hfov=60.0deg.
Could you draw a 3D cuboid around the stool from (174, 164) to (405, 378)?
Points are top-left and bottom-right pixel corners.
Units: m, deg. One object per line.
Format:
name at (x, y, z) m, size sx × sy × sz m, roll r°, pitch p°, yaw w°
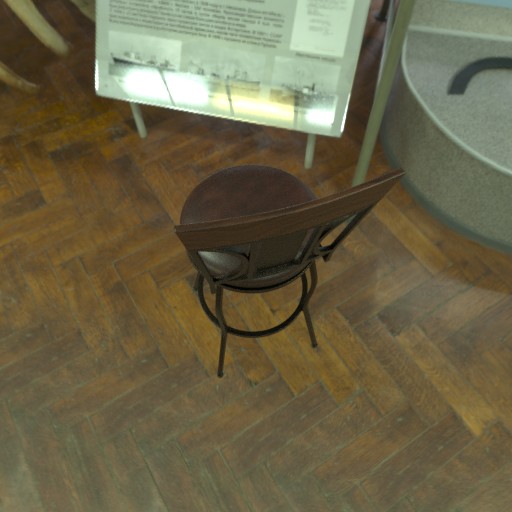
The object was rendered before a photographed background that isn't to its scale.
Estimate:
stool at (0.000, 0.000, 1.405) m, size 0.448 × 1.130 × 0.513 m, roll -15°, pitch 60°, yaw -9°
